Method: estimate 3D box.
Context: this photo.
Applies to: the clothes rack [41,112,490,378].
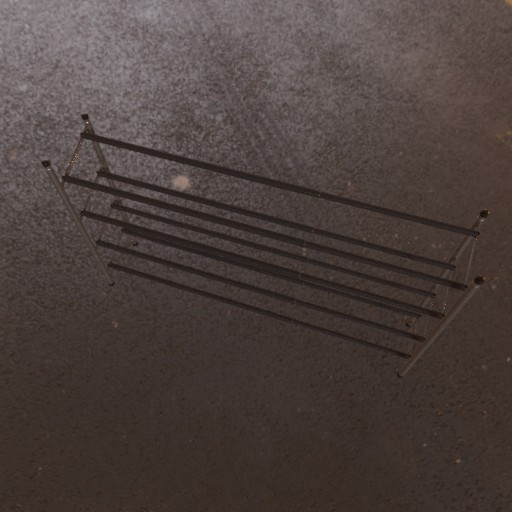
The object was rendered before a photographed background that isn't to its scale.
[{"bbox_3d":[0.000,0.000,1.437,1.168,0.672,0.229,16,58,10],"label":"clothes rack"}]
